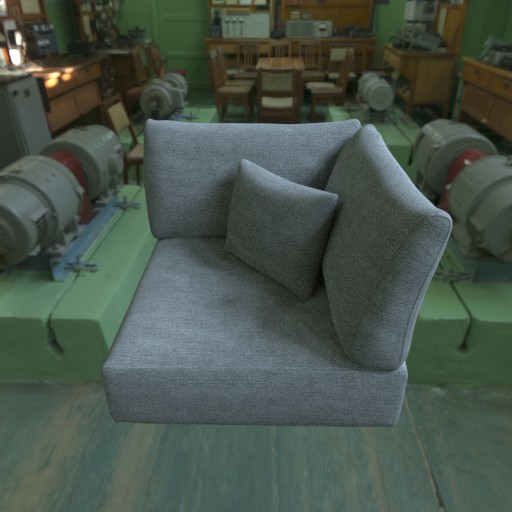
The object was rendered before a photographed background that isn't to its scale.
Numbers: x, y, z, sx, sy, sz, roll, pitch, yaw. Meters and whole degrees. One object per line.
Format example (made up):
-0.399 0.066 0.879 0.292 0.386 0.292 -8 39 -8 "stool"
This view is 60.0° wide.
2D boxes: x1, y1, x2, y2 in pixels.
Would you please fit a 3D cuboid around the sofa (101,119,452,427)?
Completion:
0.000 0.000 1.706 1.000 0.820 1.000 0 31 1 "sofa"
